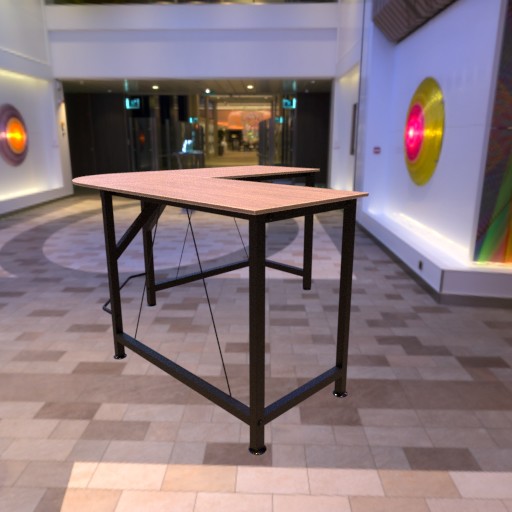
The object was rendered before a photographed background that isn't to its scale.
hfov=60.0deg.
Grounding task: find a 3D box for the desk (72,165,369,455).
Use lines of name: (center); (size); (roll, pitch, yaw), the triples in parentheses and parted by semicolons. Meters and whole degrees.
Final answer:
desk: (0.000, 0.000, 2.179); (1.400, 0.762, 1.400); (-14, 20, -43)
